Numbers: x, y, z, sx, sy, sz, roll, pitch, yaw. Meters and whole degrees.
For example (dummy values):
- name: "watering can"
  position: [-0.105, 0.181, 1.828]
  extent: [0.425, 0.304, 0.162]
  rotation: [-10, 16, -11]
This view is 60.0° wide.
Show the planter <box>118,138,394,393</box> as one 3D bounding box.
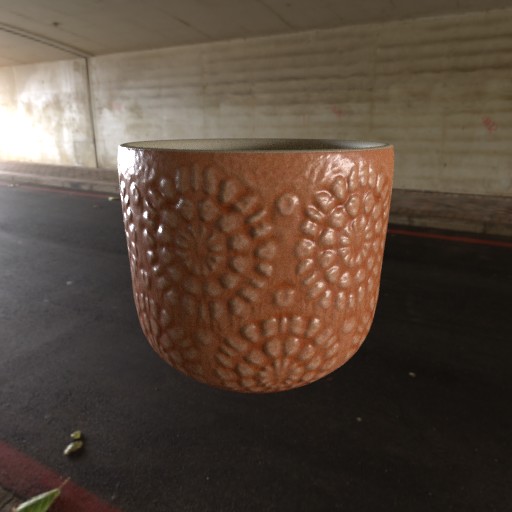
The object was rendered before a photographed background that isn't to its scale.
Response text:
- name: "planter"
  position: [0.000, 0.000, 0.220]
  extent: [0.124, 0.109, 0.124]
  rotation: [0, 17, 0]
